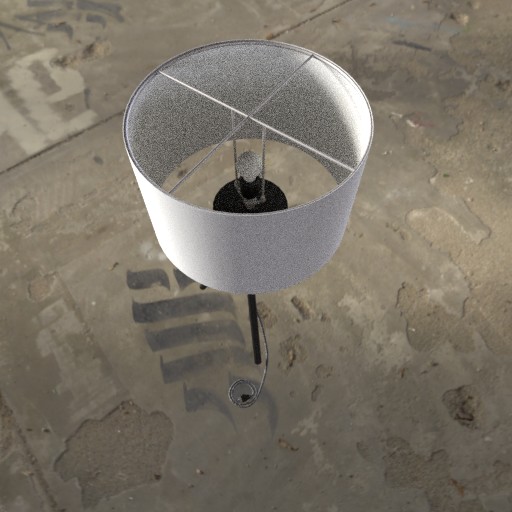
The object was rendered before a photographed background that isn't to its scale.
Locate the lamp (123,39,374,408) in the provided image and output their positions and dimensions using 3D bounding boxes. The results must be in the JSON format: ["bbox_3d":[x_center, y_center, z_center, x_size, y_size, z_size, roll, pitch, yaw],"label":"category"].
[{"bbox_3d":[0.000,0.000,0.902,0.353,0.674,0.422,-16,61,-9],"label":"lamp"}]
